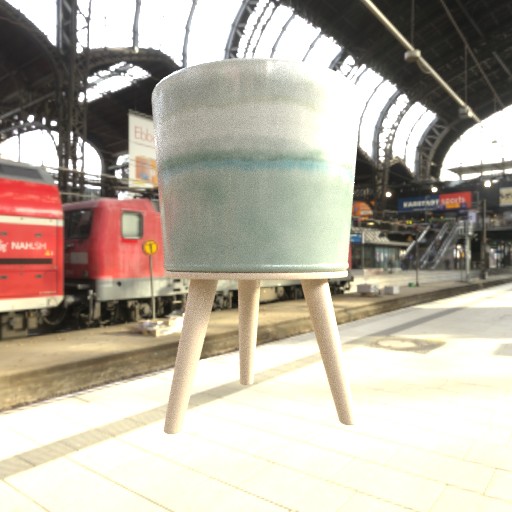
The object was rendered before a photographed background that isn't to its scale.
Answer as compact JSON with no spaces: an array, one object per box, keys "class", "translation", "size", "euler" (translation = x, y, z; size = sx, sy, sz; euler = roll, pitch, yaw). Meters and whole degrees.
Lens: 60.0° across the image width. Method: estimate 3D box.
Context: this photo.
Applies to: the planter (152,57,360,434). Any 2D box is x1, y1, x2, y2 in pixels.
[{"class":"planter","translation":[0.000,0.000,0.578],"size":[0.265,0.404,0.265],"euler":[0,0,36]}]
